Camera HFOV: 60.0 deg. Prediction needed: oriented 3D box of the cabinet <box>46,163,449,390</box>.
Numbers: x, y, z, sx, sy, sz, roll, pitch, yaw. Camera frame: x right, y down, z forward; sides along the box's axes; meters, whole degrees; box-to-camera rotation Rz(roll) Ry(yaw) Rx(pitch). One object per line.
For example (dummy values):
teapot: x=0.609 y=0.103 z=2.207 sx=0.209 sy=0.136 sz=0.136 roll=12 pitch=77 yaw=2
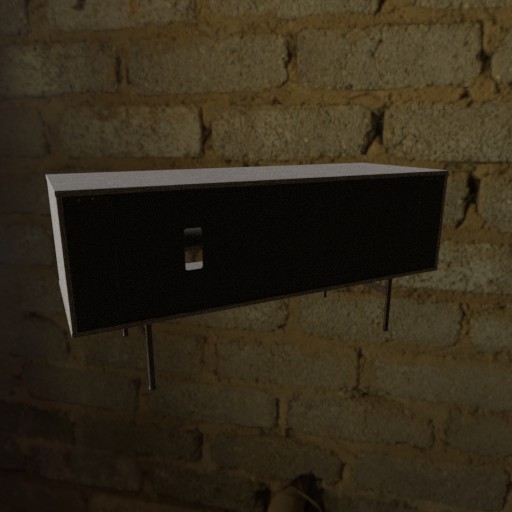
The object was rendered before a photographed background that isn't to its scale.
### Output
cabinet: x=0.000 y=0.000 z=1.606 sx=1.300 sy=0.599 sz=0.500 roll=-8 pitch=17 yaw=-26
